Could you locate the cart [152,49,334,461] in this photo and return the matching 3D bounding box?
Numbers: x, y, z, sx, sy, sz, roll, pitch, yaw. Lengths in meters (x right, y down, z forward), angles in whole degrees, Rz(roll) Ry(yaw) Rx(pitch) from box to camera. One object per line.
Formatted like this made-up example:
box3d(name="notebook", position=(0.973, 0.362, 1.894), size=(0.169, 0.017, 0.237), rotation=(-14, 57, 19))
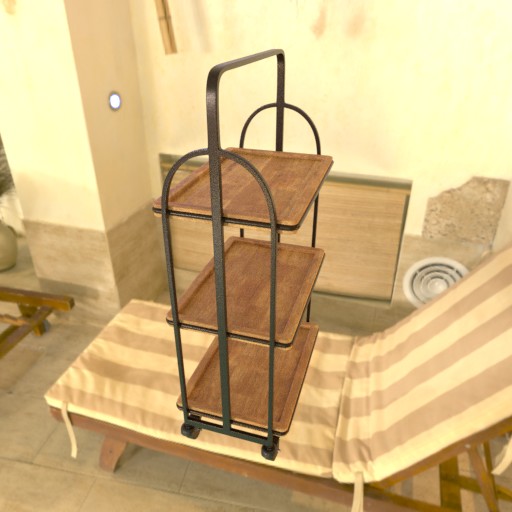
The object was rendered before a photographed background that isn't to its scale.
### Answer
box3d(name="cart", position=(0.000, 0.000, 1.207), size=(0.327, 1.001, 0.553), rotation=(9, 30, 15))
